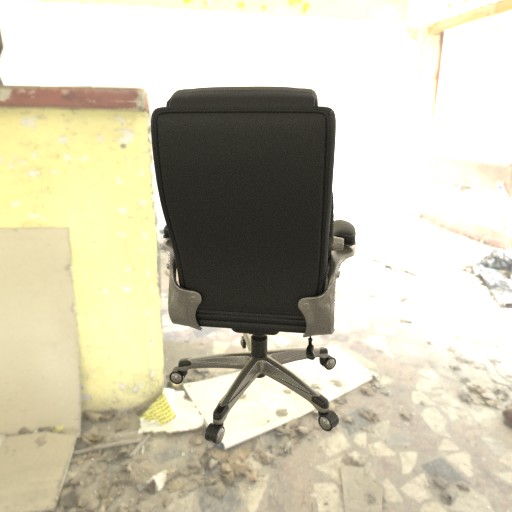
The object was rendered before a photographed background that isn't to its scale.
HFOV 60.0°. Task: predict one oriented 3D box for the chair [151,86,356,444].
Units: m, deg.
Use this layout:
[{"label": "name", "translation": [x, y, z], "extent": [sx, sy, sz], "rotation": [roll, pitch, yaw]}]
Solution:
[{"label": "chair", "translation": [0.000, 0.000, 1.681], "extent": [0.741, 1.167, 0.784], "rotation": [3, 17, 8]}]
